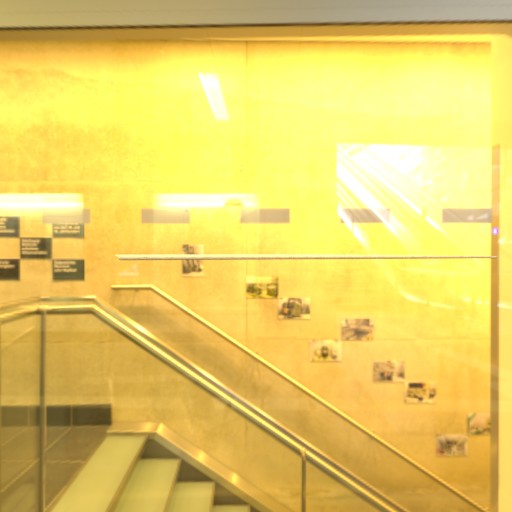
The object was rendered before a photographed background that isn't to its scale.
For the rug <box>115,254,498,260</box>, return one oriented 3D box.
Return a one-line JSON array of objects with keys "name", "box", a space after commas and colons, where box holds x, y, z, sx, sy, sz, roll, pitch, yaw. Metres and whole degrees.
[{"name": "rug", "box": [0.000, 0.000, 4.049, 2.446, 0.015, 3.046, 0, 0, -18]}]
